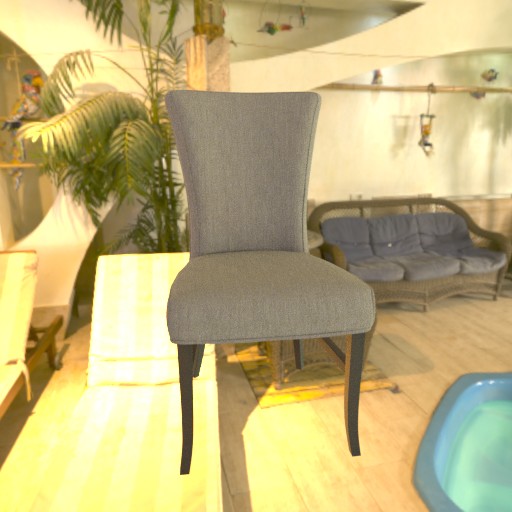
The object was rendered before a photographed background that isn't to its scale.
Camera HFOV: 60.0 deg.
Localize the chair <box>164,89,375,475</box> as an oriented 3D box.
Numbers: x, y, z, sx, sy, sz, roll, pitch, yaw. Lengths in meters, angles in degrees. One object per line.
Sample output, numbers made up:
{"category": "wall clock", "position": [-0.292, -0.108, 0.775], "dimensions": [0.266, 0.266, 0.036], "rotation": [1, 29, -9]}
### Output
{"category": "chair", "position": [0.000, 0.000, 1.346], "dimensions": [0.520, 0.991, 0.660], "rotation": [-2, 15, -8]}
